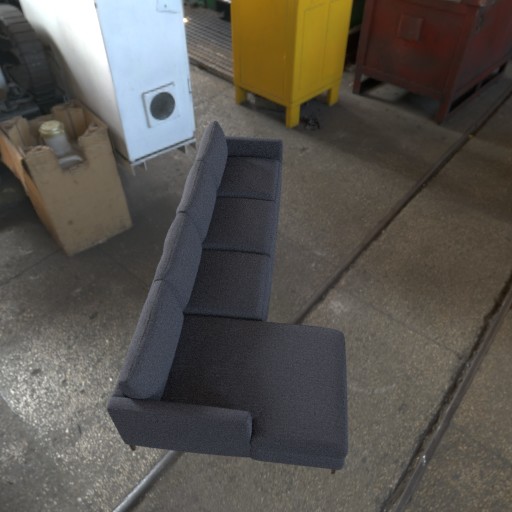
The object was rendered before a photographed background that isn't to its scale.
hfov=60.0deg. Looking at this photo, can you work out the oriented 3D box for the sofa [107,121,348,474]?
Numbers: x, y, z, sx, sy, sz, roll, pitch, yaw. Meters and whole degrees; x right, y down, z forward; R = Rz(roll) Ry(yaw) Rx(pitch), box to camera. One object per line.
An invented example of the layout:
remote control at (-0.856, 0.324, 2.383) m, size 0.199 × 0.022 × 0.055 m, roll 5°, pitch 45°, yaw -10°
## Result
sofa at (0.000, 0.000, 2.911) m, size 1.125 × 0.673 × 2.445 m, roll 4°, pitch 46°, yaw 4°
